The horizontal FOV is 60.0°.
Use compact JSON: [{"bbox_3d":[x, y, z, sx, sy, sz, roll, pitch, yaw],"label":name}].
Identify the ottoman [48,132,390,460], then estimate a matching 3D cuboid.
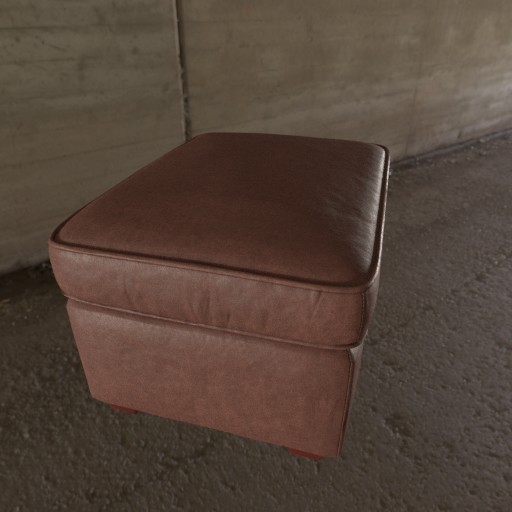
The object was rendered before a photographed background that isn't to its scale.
[{"bbox_3d":[0.000,0.000,1.041,0.548,0.449,0.749,8,31,14],"label":"ottoman"}]
